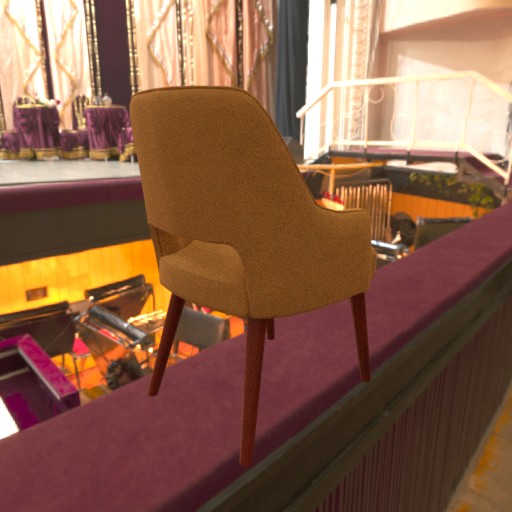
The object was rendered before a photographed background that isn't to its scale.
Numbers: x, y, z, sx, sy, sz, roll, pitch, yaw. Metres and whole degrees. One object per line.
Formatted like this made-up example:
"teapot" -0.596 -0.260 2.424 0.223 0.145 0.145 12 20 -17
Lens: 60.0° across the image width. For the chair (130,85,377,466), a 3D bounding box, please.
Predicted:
"chair" 0.000 0.000 1.244 0.605 0.849 0.548 -15 21 -43
